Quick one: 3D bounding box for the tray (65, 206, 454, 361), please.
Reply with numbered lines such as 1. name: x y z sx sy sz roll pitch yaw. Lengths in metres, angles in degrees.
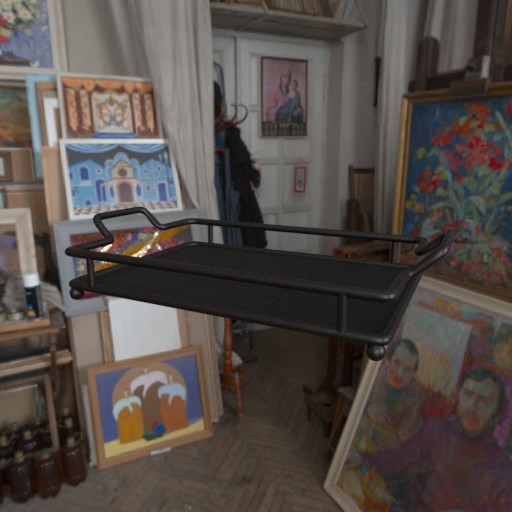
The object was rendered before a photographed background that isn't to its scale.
1. tray: 0.000 0.000 0.617 0.495 0.101 0.297 7 15 26
